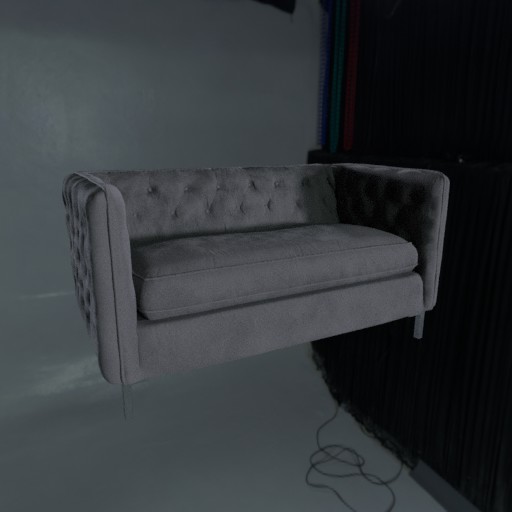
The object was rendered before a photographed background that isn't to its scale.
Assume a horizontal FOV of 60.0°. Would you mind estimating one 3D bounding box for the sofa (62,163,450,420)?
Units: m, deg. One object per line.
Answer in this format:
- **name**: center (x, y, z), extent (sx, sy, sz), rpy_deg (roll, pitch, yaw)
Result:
- **sofa**: center (0.000, 0.000, 2.108), extent (1.583, 0.810, 0.909), rpy_deg (-8, 17, -26)
